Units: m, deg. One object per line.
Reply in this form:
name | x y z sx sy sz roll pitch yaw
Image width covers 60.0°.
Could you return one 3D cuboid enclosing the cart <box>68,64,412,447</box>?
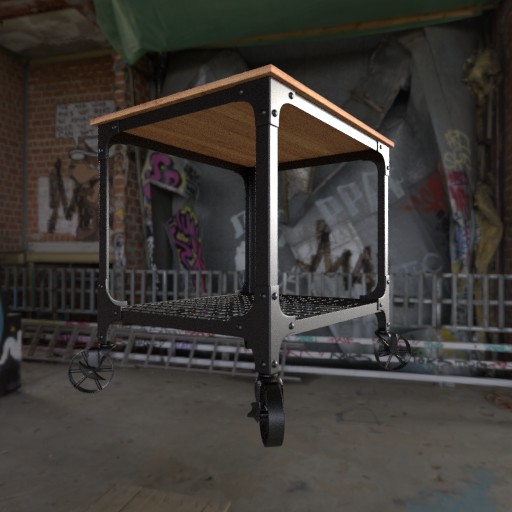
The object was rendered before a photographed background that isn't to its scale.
cart | 0.000 0.000 1.079 0.558 0.603 0.666 0 0 36
